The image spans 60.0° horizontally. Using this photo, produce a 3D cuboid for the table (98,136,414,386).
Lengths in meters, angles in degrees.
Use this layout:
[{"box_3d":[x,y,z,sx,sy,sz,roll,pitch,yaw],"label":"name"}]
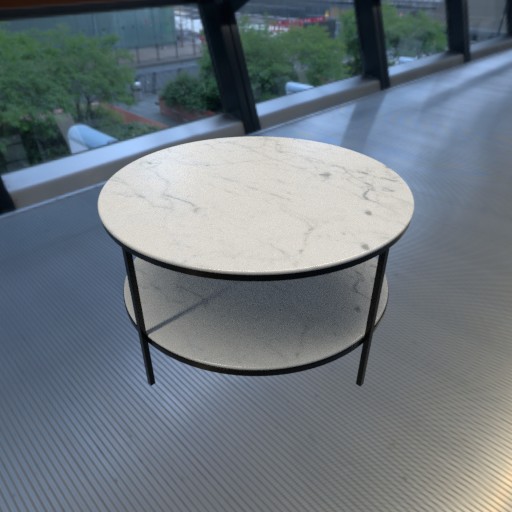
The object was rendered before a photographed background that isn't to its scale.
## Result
[{"box_3d":[0.000,0.000,1.289,0.800,0.450,0.800,0,33,0],"label":"table"}]
